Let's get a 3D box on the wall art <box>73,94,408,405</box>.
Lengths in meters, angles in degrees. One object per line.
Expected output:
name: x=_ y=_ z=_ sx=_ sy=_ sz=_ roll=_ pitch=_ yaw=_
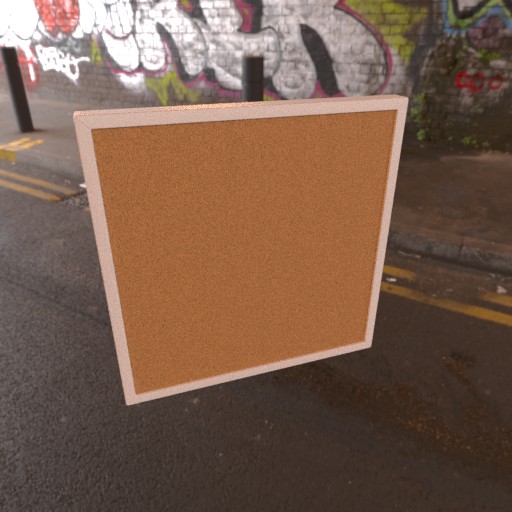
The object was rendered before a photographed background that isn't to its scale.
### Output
wall art: x=0.000 y=0.000 z=0.773 sx=0.508 sy=0.508 sz=0.038 roll=-9 pitch=29 yaw=-17
